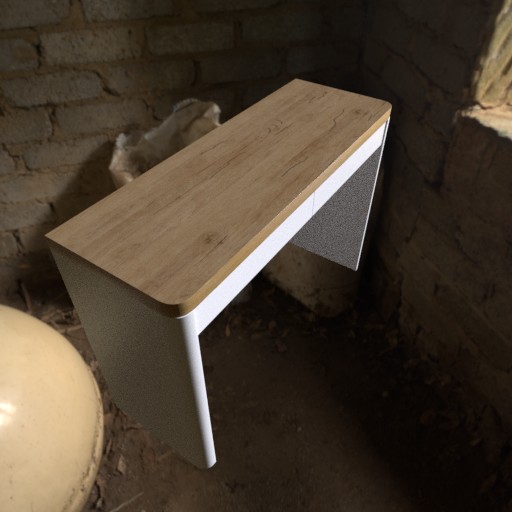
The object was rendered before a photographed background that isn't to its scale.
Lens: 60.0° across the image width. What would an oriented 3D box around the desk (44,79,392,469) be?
[{"bbox_3d":[0.000,0.000,1.496,0.390,0.760,1.100,25,48,24],"label":"desk"}]
